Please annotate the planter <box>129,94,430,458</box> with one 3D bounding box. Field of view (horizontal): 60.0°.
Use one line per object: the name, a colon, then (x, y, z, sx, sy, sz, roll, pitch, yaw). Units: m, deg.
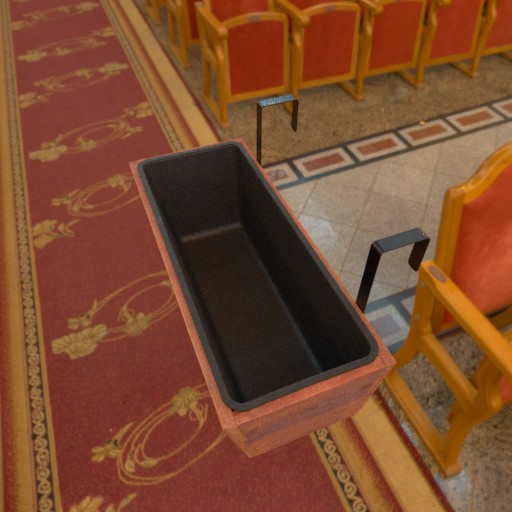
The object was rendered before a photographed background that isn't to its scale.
planter: (0.000, 0.000, 0.645, 0.262, 0.289, 0.480, -16, 49, -15)
